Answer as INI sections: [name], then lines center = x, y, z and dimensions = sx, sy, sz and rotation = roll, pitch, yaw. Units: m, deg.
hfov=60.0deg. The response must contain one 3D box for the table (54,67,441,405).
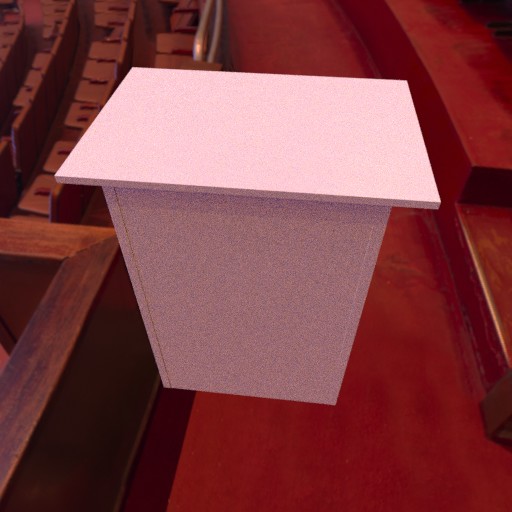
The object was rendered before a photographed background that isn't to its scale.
[table]
center = 0.000, 0.000, 1.066
dimensions = 0.589, 0.711, 0.406
rotation = 5, 46, 4
